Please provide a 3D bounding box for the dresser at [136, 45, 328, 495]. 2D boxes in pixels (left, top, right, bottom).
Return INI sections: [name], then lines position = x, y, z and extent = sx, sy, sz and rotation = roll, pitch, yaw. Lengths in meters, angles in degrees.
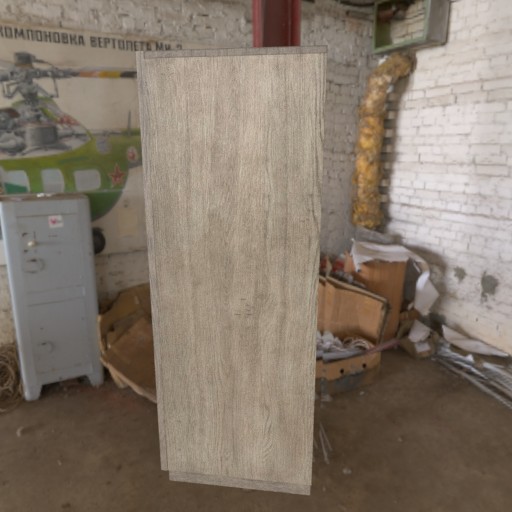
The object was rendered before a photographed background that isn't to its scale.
[dresser]
position = 0.000, 0.000, 1.713
extent = 0.483, 1.295, 0.967
rotation = 2, 14, 8
